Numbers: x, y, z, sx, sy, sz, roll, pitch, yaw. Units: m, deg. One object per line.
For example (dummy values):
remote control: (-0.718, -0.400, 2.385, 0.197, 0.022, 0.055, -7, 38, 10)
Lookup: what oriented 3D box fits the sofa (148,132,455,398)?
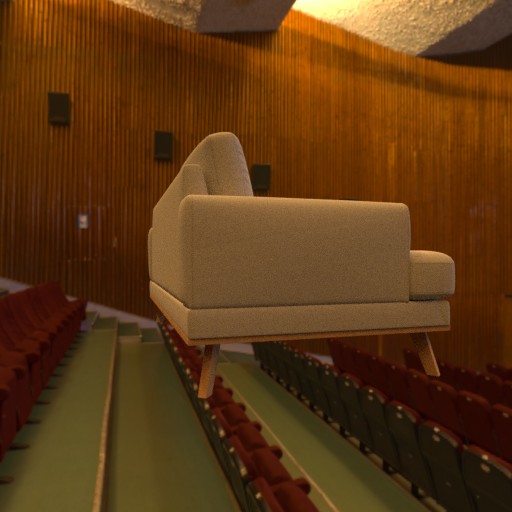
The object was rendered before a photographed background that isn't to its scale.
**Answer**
sofa: (0.000, 0.000, 2.114, 0.915, 0.810, 1.651, 0, 0, -17)
